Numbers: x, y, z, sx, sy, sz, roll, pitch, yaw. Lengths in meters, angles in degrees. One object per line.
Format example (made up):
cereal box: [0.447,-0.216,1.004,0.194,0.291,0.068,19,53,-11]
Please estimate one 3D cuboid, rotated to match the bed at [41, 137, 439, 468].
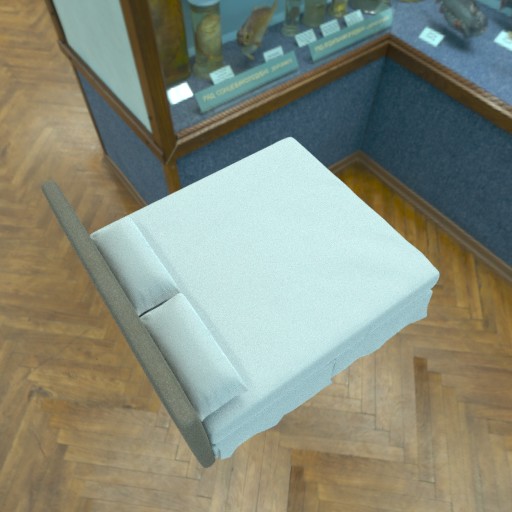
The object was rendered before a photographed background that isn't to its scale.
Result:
bed: [0.000,0.000,3.560,2.341,1.317,2.119,-30,61,-19]
